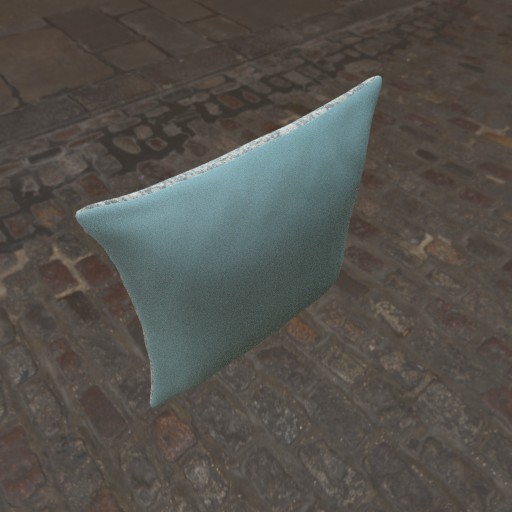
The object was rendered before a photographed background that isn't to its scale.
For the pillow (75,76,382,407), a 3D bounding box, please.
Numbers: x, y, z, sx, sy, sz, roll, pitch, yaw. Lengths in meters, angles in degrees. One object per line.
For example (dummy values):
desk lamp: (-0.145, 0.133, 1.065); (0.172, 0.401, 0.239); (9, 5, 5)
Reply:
pillow: (0.000, 0.000, 0.788); (0.526, 0.507, 0.166); (-32, 55, -26)
